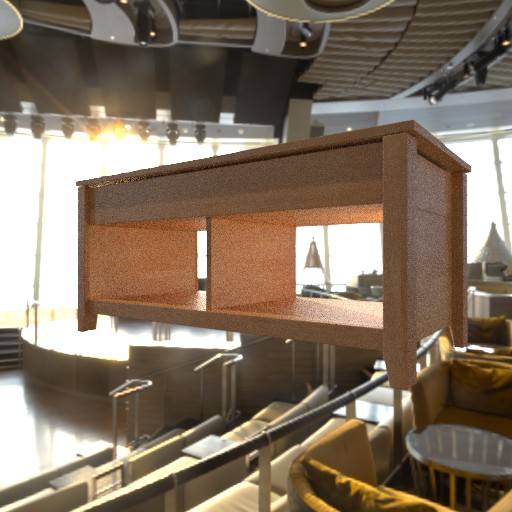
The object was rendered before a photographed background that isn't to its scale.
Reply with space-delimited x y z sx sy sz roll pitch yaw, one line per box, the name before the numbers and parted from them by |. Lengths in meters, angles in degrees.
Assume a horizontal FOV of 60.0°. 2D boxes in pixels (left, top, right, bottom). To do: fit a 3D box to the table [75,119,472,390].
table | 0.000 0.000 1.240 1.016 0.457 0.483 0 0 37
